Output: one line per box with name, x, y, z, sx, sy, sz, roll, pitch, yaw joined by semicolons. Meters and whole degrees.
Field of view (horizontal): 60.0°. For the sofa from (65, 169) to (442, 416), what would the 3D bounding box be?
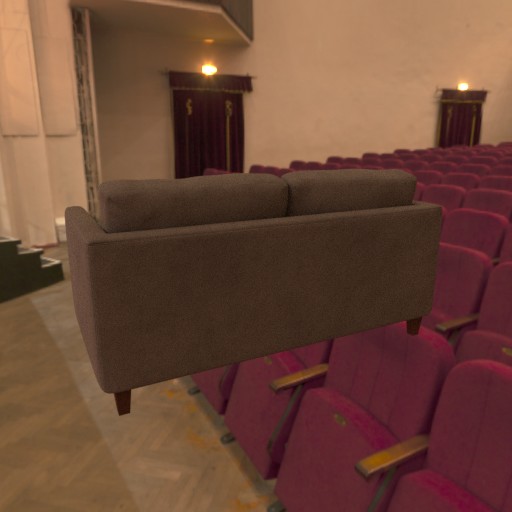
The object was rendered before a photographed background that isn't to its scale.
sofa;0.000;0.000;2.483;1.884;0.963;0.950;-8;17;-26
